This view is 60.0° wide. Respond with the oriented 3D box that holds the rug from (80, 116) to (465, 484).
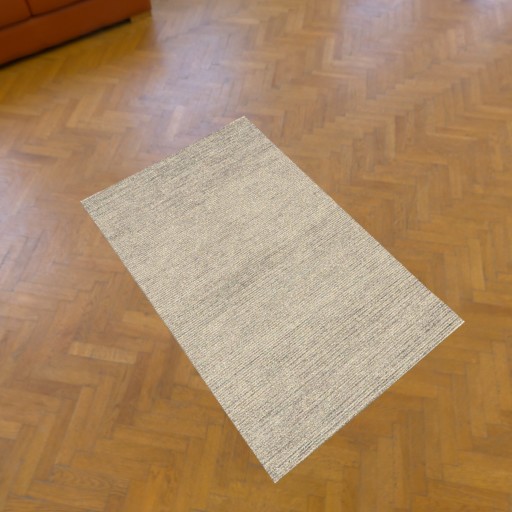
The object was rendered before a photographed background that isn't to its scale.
[{"bbox_3d":[0.000,0.000,2.321,1.162,0.022,1.804,-33,64,-18],"label":"rug"}]
